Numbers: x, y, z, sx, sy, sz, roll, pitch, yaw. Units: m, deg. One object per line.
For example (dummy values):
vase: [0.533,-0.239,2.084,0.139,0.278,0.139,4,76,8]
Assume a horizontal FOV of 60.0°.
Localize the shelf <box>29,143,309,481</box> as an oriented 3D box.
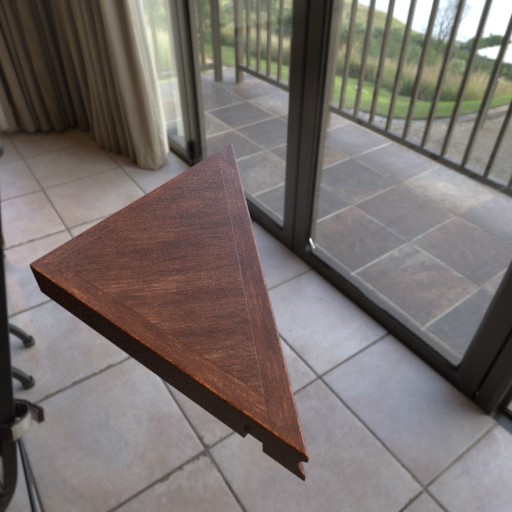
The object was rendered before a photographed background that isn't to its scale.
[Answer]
shelf: [0.000,0.000,0.436,0.296,0.035,0.296,26,47,27]
